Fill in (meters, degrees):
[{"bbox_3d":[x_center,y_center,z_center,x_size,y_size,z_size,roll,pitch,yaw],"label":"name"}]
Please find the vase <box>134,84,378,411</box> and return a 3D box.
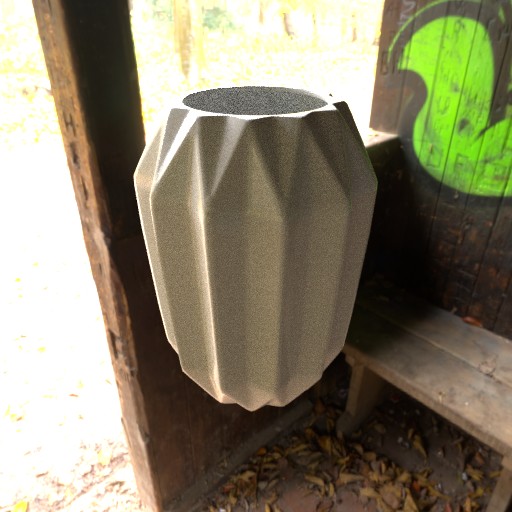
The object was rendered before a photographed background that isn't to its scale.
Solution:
[{"bbox_3d":[0.000,0.000,0.403,0.195,0.275,0.195,0,30,0],"label":"vase"}]
